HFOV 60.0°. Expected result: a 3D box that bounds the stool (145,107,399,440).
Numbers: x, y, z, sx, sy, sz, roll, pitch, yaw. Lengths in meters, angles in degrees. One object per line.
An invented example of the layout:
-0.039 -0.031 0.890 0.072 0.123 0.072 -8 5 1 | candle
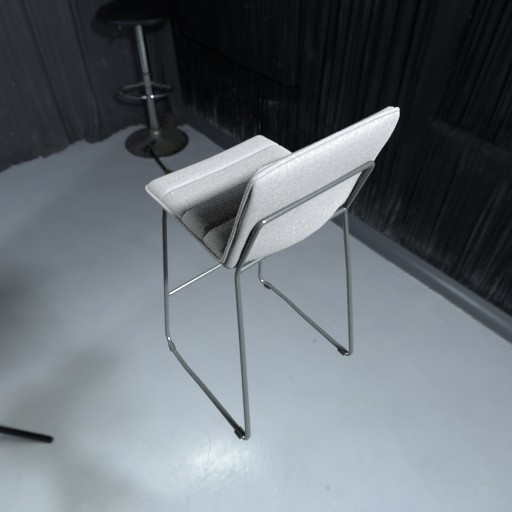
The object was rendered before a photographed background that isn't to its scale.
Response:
0.000 0.000 1.257 0.490 0.960 0.490 -30 52 -27 | stool
